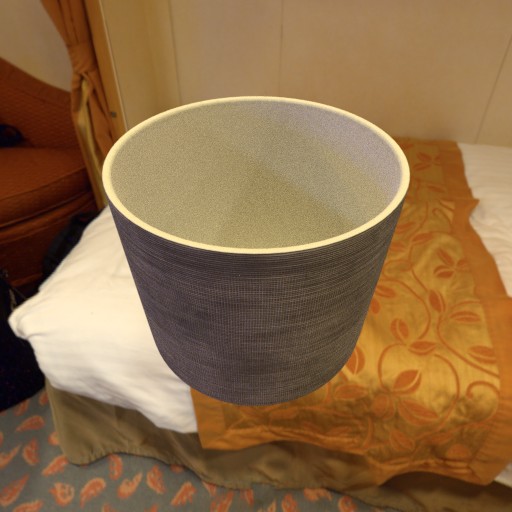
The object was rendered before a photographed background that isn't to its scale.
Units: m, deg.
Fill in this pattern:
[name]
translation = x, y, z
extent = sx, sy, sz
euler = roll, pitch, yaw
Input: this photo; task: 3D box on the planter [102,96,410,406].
[planter]
translation = 0.000, 0.000, 0.784
extent = 0.440, 0.398, 0.440
euler = 0, 42, 0
